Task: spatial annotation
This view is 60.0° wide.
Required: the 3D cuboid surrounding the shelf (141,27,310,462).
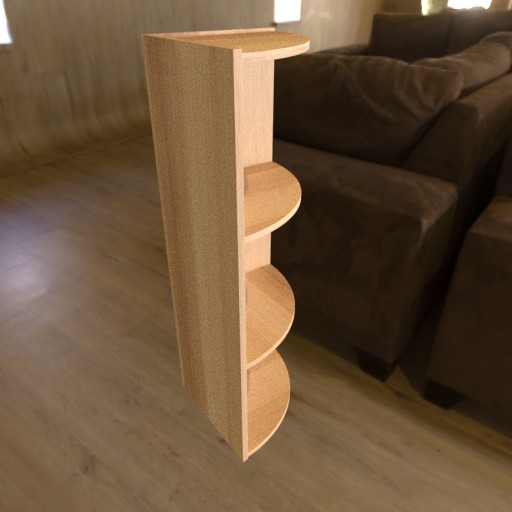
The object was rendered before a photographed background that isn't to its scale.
[{"bbox_3d":[0.000,0.000,0.977,0.290,0.872,0.290,-21,37,-31],"label":"shelf"}]
